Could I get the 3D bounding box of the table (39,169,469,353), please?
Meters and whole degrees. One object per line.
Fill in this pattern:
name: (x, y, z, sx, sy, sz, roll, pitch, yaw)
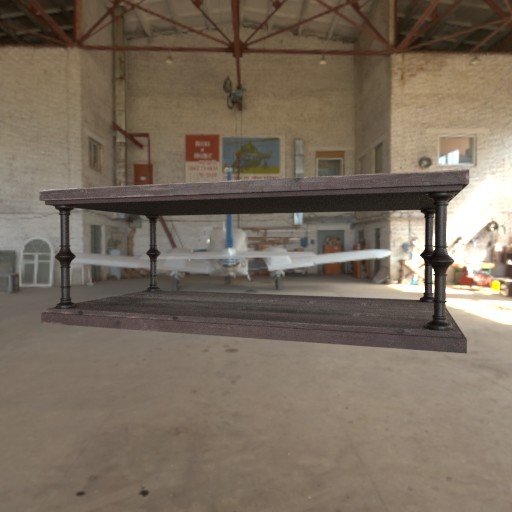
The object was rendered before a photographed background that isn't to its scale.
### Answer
table: (0.000, 0.000, 1.331, 1.088, 0.373, 0.554, 1, 2, 18)
